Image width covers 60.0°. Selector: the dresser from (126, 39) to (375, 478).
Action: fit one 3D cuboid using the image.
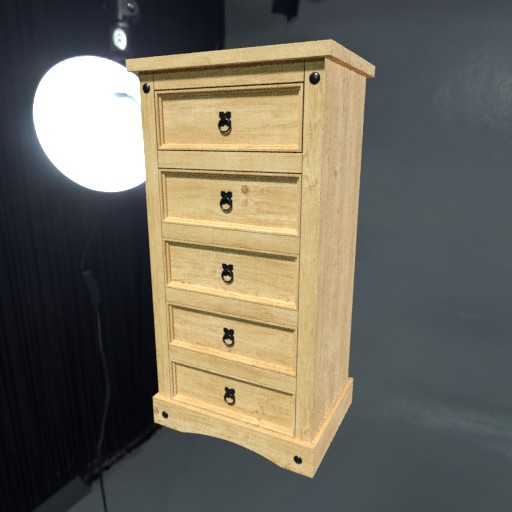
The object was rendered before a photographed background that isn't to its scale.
[{"bbox_3d":[0.000,0.000,1.291,0.531,1.041,0.390,8,17,26],"label":"dresser"}]
